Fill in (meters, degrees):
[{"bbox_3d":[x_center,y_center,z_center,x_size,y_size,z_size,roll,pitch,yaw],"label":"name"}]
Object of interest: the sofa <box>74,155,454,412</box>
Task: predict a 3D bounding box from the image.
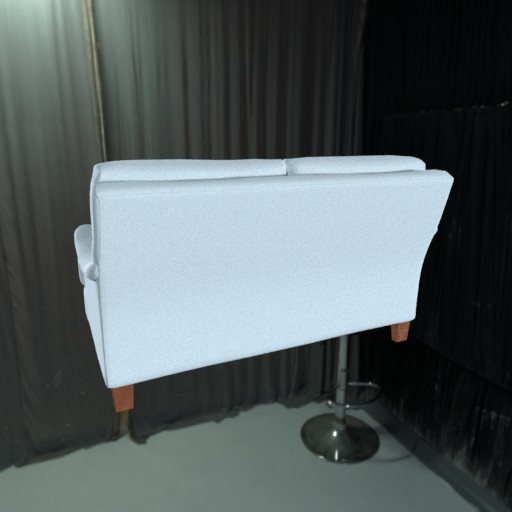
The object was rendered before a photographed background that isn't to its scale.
[{"bbox_3d":[0.000,0.000,2.492,1.853,1.101,1.084,-7,16,-25],"label":"sofa"}]
